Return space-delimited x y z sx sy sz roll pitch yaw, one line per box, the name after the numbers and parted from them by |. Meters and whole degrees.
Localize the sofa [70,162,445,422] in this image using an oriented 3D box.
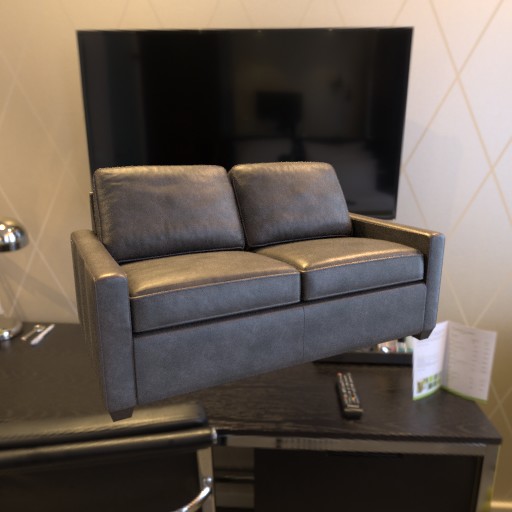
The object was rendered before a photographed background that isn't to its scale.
0.000 0.000 2.311 1.732 0.916 0.939 -7 16 -26 | sofa
